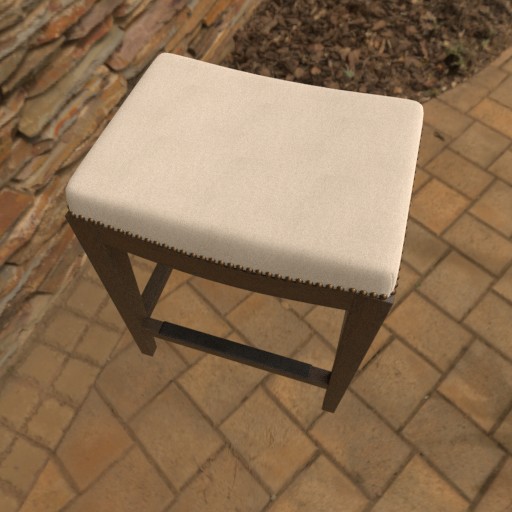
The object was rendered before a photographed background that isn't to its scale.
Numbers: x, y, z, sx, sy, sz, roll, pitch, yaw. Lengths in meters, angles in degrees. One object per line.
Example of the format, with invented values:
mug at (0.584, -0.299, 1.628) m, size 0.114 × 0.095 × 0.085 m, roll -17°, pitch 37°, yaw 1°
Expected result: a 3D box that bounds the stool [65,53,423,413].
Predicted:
stool at (0.000, 0.000, 0.922) m, size 0.500 × 0.642 × 0.361 m, roll 15°, pitch 59°, yaw 9°
